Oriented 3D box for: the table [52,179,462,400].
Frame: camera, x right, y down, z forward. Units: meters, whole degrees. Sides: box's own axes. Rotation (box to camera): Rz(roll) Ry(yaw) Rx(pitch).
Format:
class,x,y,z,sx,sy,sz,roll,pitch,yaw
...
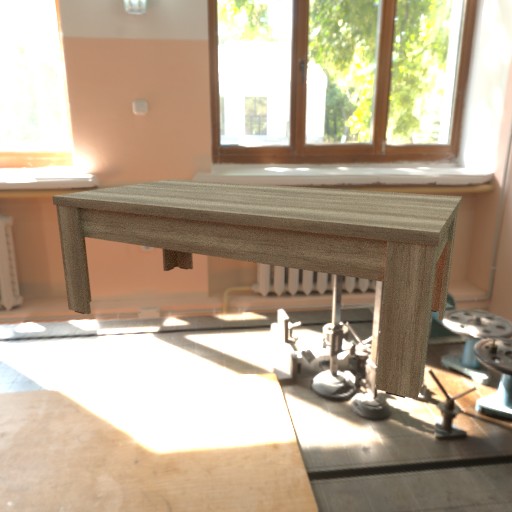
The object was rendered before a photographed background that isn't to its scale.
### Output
class,x,y,z,sx,sy,sz,roll,pitch,yaw
table,0.000,0.000,1.704,1.350,0.460,0.700,8,17,27
